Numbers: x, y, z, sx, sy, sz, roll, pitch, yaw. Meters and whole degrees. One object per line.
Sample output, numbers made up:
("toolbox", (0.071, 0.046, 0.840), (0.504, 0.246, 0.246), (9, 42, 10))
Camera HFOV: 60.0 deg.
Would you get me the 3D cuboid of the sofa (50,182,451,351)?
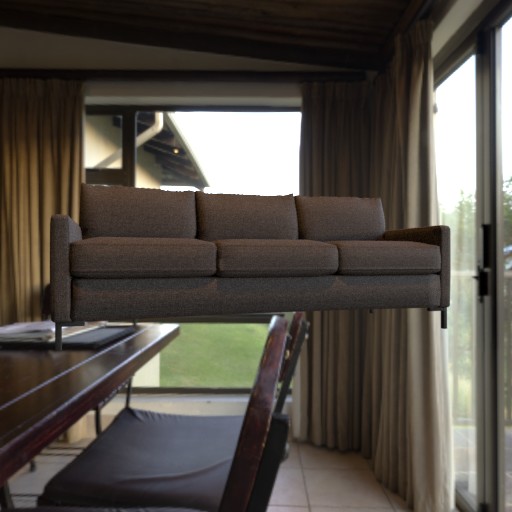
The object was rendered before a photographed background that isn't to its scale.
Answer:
("sofa", (0.000, 0.000, 2.736), (2.253, 0.882, 0.876), (0, 0, -18))
